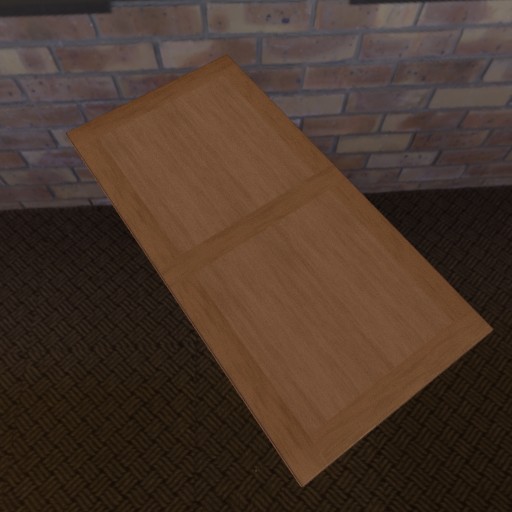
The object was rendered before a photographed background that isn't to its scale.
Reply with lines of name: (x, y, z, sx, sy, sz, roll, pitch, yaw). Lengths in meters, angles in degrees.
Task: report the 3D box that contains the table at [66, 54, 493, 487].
table: (0.000, 0.000, 2.392, 1.000, 0.762, 1.982, -33, 68, -15)
